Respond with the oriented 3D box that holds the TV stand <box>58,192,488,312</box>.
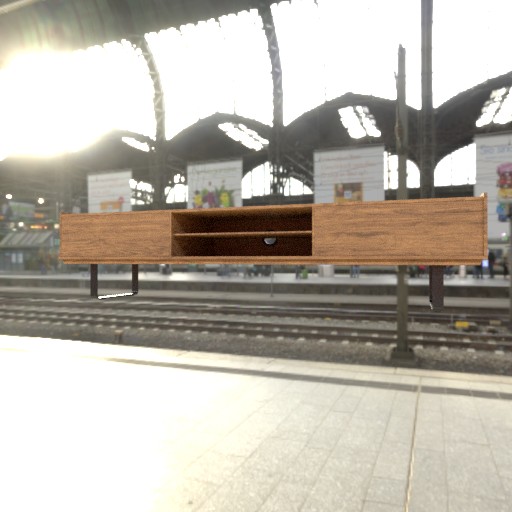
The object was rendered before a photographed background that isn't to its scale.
[{"bbox_3d":[0.000,0.000,1.990,1.796,0.415,0.467,0,-1,19],"label":"TV stand"}]
